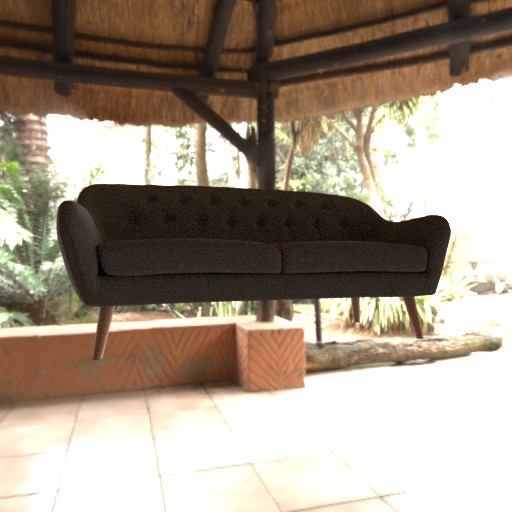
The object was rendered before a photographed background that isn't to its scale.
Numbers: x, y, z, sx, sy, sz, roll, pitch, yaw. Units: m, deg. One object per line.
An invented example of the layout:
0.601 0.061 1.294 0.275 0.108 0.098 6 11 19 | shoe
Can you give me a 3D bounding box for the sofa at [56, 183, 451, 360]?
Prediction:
0.000 0.000 2.290 1.840 0.820 0.820 0 0 -18 | sofa
